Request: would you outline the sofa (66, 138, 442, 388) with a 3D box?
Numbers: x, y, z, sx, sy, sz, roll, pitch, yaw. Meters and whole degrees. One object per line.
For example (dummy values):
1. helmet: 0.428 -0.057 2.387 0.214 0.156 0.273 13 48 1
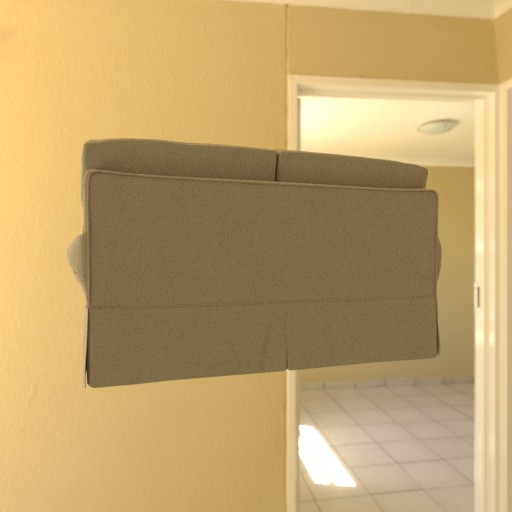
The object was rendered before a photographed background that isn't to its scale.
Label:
1. sofa: 0.000 0.000 2.342 1.823 1.024 0.841 0 0 -18
